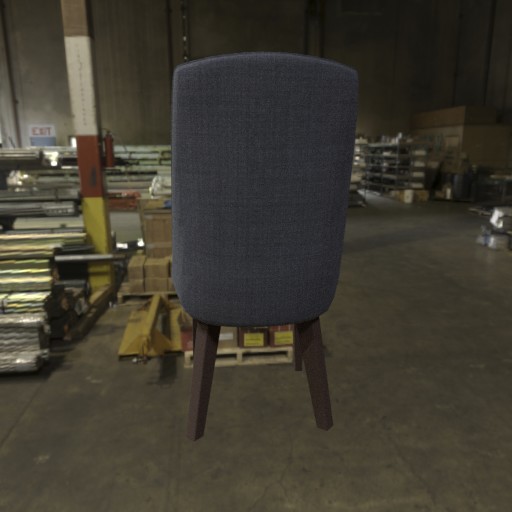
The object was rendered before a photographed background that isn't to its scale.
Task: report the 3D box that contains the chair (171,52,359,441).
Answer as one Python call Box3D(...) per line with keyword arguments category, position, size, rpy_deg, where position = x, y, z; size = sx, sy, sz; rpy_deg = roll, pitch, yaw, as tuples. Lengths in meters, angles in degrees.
Box3D(category="chair", position=(0.000, 0.000, 1.362), size=(0.510, 1.050, 0.577), rpy_deg=(-2, 14, -7))
